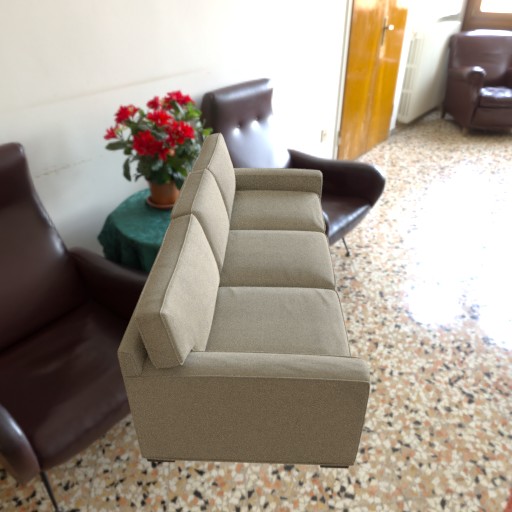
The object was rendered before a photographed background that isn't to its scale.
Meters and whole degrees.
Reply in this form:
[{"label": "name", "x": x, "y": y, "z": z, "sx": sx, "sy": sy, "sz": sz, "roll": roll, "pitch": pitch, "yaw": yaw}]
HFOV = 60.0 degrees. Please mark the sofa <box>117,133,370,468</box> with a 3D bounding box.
[{"label": "sofa", "x": 0.000, "y": 0.000, "z": 2.574, "sx": 0.936, "sy": 0.862, "sz": 2.093, "roll": 1, "pitch": 33, "yaw": 2}]
